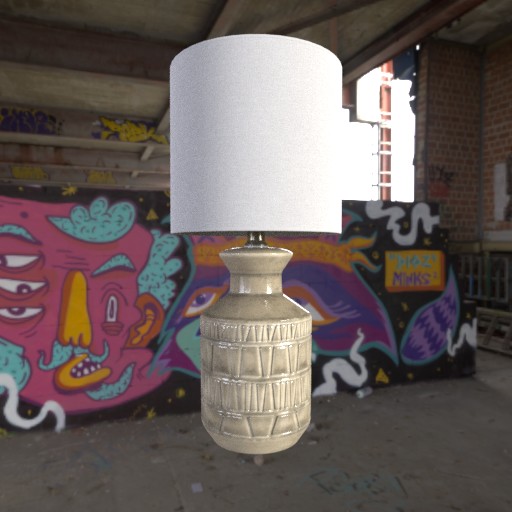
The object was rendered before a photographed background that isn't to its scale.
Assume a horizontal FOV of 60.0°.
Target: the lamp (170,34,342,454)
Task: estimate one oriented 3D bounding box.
[{"bbox_3d":[0.000,0.000,0.559,0.211,0.455,0.211,0,1,0],"label":"lamp"}]
